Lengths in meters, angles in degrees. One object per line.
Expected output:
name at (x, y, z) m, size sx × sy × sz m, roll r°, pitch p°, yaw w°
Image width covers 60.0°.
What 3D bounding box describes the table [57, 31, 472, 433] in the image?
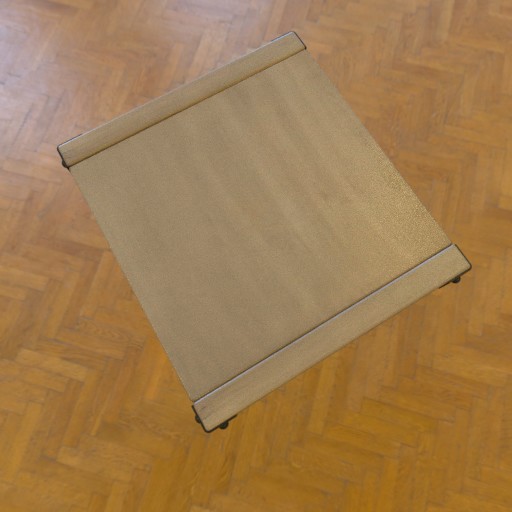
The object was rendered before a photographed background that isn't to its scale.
table at (0.000, 0.000, 0.942) m, size 0.459 × 0.561 × 0.510 m, roll -30°, pitch 76°, yaw -8°
